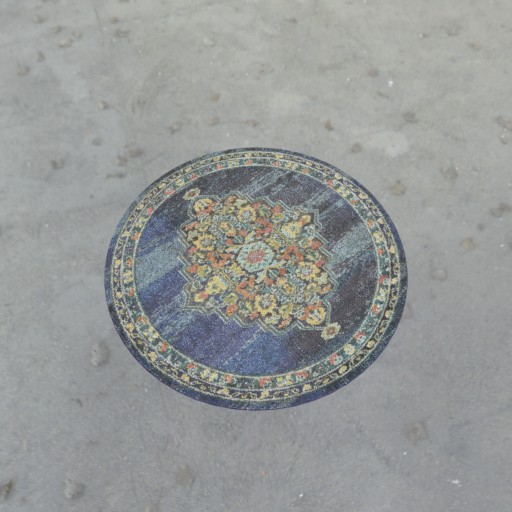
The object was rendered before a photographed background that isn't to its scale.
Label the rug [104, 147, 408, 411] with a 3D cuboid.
[{"bbox_3d":[0.000,0.000,3.538,2.386,0.014,2.386,0,59,0],"label":"rug"}]
